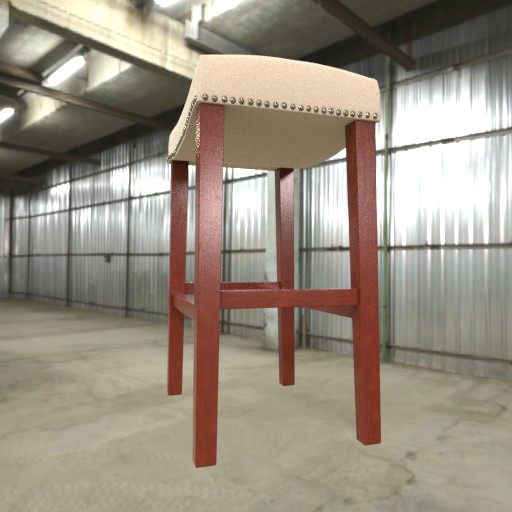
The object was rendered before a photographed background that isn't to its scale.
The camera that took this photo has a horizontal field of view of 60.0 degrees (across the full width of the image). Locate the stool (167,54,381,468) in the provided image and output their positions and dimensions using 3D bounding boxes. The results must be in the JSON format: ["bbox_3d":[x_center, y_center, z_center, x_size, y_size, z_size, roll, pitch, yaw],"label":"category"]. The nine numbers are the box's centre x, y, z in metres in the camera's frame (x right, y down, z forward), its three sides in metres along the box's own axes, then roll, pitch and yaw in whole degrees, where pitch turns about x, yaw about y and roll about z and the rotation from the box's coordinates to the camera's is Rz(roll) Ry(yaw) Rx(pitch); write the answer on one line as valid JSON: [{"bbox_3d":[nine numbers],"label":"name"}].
[{"bbox_3d":[0.000,0.000,1.048,0.372,0.742,0.504,0,-2,-17],"label":"stool"}]
